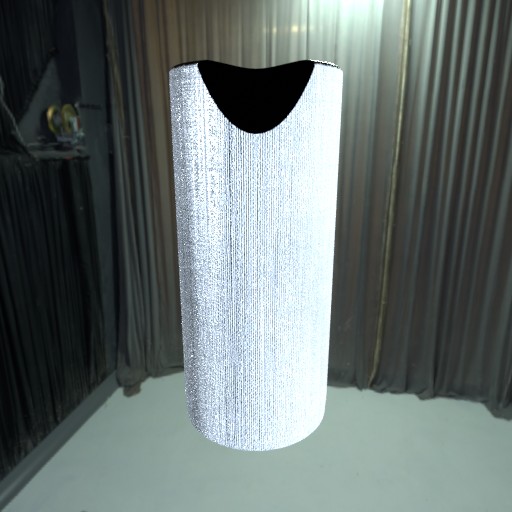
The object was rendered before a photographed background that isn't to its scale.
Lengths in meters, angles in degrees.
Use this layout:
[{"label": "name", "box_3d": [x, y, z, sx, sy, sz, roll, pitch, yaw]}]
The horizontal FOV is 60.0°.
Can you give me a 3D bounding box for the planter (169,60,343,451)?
[{"label": "planter", "box_3d": [0.000, 0.000, 0.132, 0.045, 0.103, 0.045, 3, 17, 8]}]
